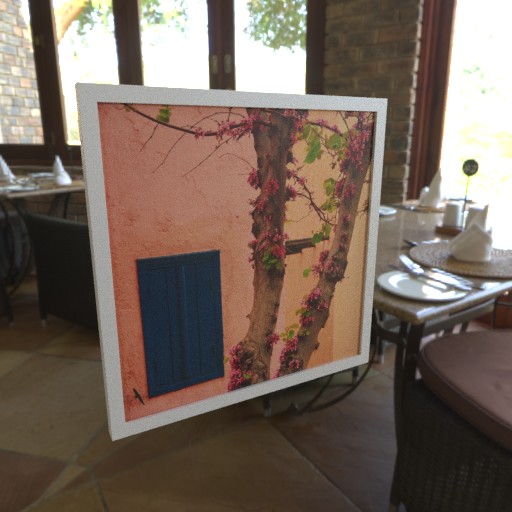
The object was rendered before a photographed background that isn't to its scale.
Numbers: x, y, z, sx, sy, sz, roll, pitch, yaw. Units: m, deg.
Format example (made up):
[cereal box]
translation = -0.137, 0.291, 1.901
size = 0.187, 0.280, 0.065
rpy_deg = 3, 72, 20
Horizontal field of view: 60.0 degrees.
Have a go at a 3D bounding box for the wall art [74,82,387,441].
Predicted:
[wall art]
translation = 0.000, 0.000, 1.098
size = 0.762, 0.762, 0.038
rpy_deg = -8, 17, -28
